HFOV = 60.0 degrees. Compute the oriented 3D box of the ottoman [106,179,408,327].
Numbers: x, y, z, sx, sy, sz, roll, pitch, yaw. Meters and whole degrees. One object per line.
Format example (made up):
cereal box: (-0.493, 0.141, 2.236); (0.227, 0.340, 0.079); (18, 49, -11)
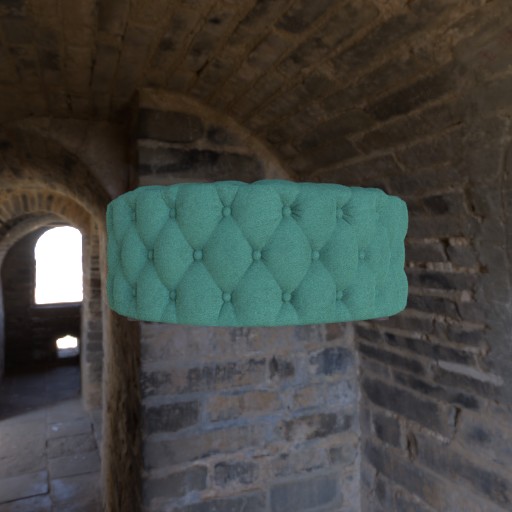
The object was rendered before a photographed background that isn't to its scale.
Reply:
ottoman: (0.000, 0.000, 1.538); (0.998, 0.399, 0.998); (0, 0, 0)
